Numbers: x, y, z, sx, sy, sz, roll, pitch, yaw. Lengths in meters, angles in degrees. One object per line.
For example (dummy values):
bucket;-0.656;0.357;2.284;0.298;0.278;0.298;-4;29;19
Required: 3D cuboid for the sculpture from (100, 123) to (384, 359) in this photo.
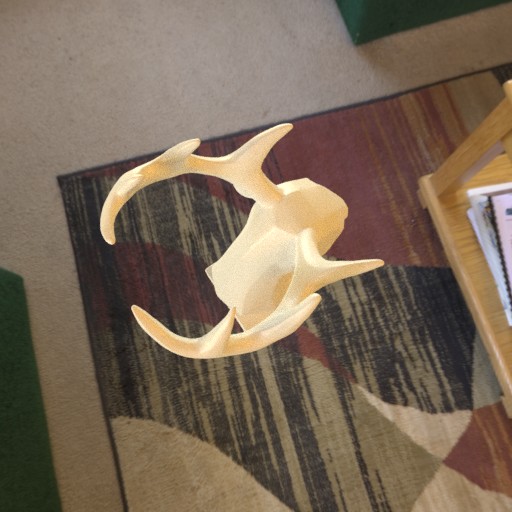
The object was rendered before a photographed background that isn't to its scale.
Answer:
sculpture;0.000;0.000;0.458;0.224;0.329;0.174;-33;78;-8
